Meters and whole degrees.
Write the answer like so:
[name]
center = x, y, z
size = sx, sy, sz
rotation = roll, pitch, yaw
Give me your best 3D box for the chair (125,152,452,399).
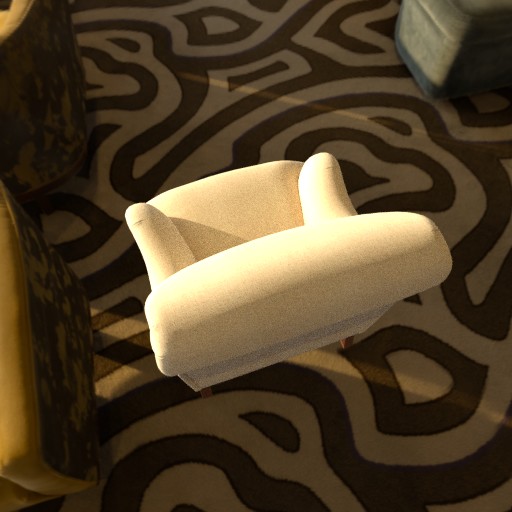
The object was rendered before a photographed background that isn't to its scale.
[chair]
center = 0.000, 0.000, 1.538
size = 0.766, 0.944, 0.842
rotation = -17, 62, -10
